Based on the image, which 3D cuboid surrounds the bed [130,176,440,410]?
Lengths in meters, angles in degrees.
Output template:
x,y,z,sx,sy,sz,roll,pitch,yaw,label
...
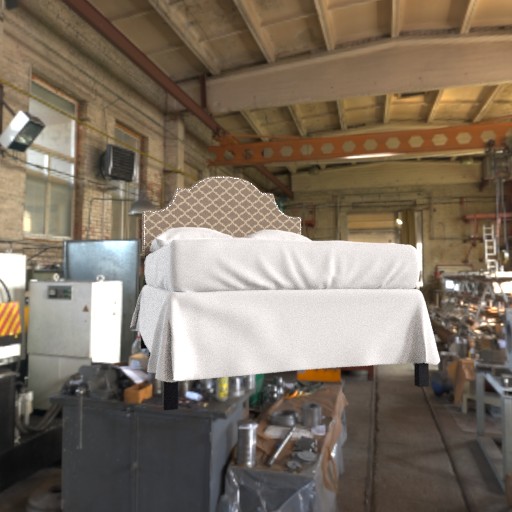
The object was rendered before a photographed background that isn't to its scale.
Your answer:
x,y,z,sx,sy,sz,roll,pitch,yaw,label
0.000,0.000,3.414,1.780,1.633,2.222,1,-3,-18,bed
